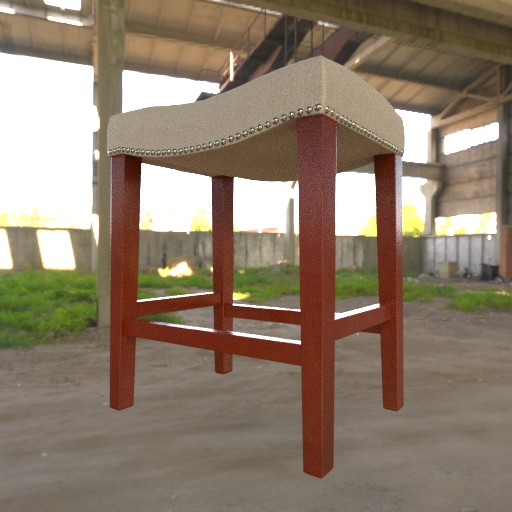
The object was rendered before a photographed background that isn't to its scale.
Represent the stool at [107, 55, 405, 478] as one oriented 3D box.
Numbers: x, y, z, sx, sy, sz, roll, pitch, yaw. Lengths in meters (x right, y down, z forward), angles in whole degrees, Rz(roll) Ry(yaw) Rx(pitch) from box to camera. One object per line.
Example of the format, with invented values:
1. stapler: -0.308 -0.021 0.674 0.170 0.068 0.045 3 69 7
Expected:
1. stool: 0.000 0.000 0.922 0.509 0.632 0.375 0 1 36
